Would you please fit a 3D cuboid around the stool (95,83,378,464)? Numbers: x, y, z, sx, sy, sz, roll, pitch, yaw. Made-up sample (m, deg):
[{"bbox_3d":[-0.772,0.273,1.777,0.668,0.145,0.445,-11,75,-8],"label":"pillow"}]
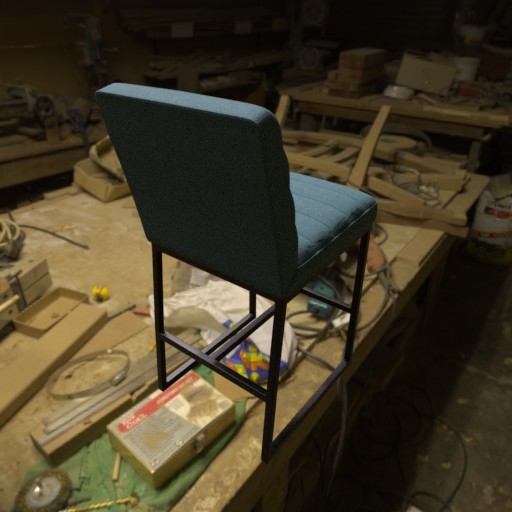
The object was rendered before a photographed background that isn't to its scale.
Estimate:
[{"bbox_3d":[0.000,0.000,1.241,0.460,0.940,0.560,21,36,32],"label":"stool"}]
